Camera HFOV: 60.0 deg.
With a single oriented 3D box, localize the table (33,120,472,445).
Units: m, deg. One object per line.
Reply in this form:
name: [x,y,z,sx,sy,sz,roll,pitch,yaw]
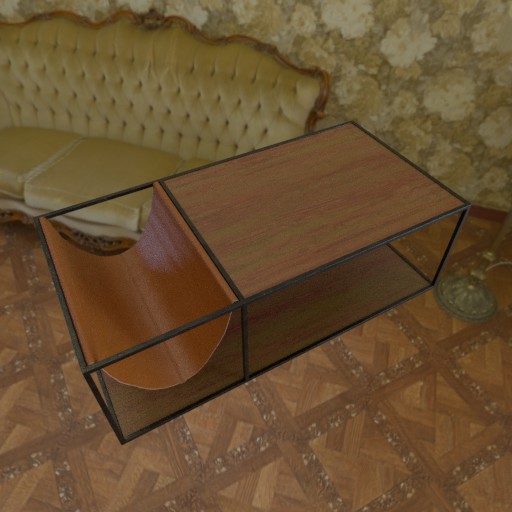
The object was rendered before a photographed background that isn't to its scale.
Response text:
table: [0.000,0.000,1.492,1.199,0.403,0.597,-22,49,-20]
